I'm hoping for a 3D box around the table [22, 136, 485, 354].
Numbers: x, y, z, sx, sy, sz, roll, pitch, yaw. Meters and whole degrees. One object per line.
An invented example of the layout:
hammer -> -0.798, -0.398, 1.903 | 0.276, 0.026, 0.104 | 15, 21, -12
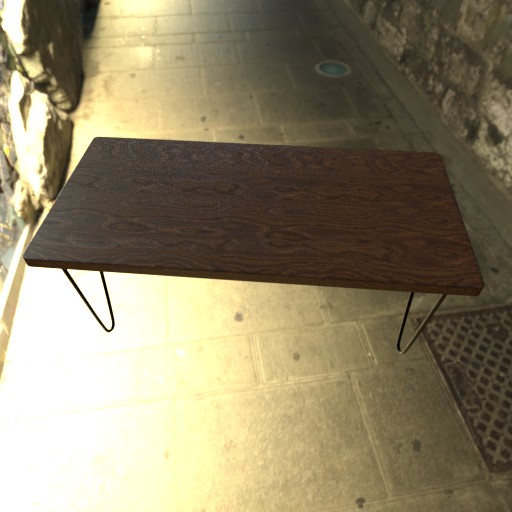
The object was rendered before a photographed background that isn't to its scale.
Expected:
table -> 0.000, 0.000, 2.270 | 1.791, 0.753, 0.883 | 4, 47, 3
